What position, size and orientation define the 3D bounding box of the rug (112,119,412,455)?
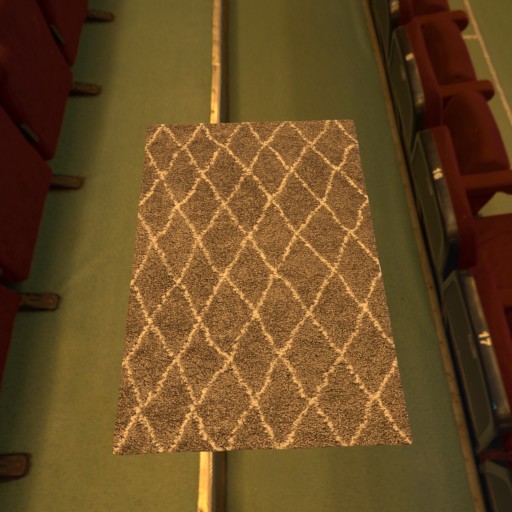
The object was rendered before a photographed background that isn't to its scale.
[{"bbox_3d":[0.000,0.000,2.209,1.219,0.030,1.778,-2,62,-1],"label":"rug"}]
